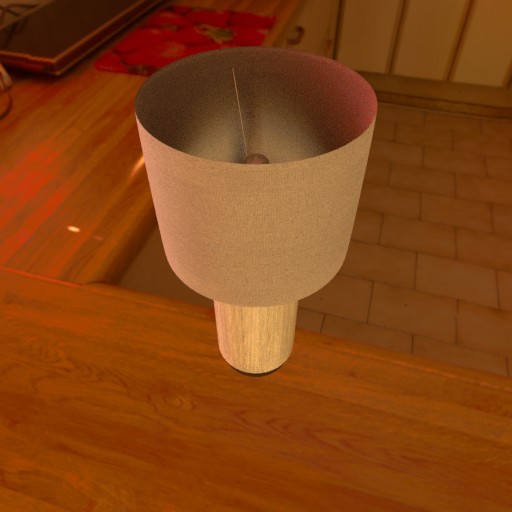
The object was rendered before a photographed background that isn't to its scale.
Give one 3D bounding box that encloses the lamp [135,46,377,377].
[{"bbox_3d":[0.000,0.000,0.580,0.228,0.444,0.228,-10,48,-9],"label":"lamp"}]
